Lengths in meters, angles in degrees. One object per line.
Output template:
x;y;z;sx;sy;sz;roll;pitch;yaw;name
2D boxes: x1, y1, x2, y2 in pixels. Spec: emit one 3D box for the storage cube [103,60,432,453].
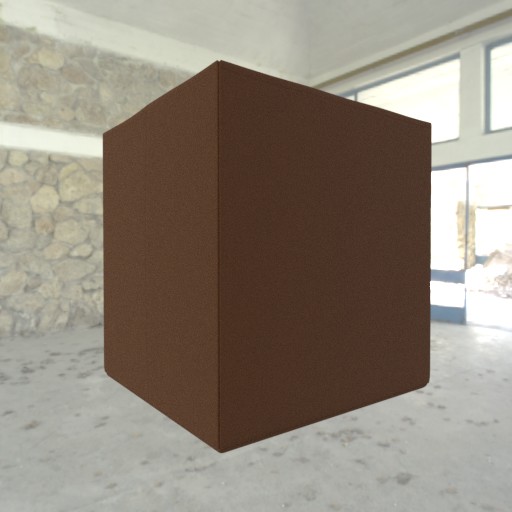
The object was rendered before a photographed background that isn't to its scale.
0.000;0.000;0.495;0.270;0.280;0.270;-1;1;-37;storage cube
